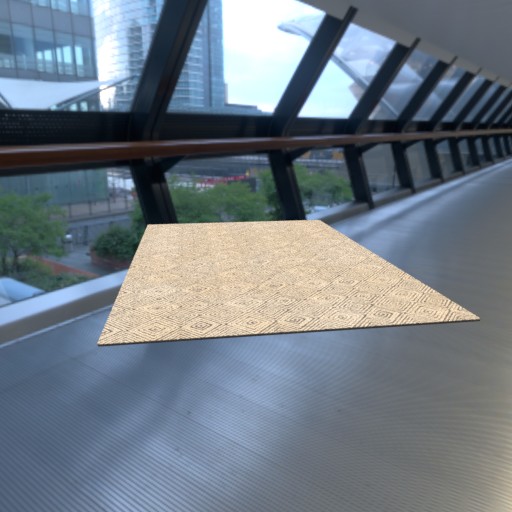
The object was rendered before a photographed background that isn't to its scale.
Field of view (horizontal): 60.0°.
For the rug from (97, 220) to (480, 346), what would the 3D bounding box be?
[{"bbox_3d":[0.000,0.000,2.175,1.175,0.008,1.783,-2,15,-9],"label":"rug"}]
